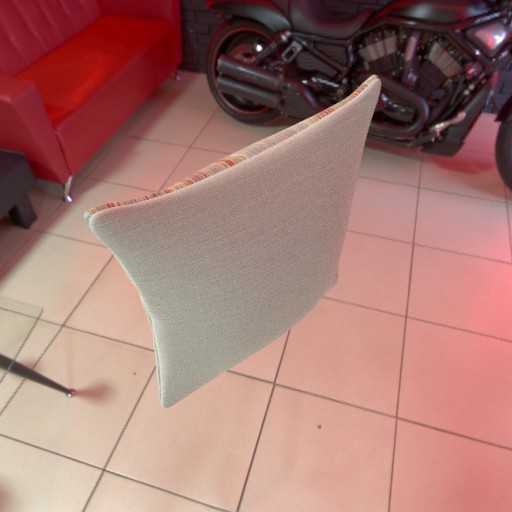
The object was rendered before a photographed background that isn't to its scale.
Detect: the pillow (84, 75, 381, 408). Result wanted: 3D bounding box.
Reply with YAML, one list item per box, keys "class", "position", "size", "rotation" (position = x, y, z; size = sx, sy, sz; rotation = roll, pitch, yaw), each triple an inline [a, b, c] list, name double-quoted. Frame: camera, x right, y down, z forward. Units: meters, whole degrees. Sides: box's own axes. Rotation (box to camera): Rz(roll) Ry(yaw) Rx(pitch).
- class: "pillow"
  position: [0.000, 0.000, 0.694]
  size: [0.451, 0.449, 0.191]
  rotation: [-32, 55, -26]
